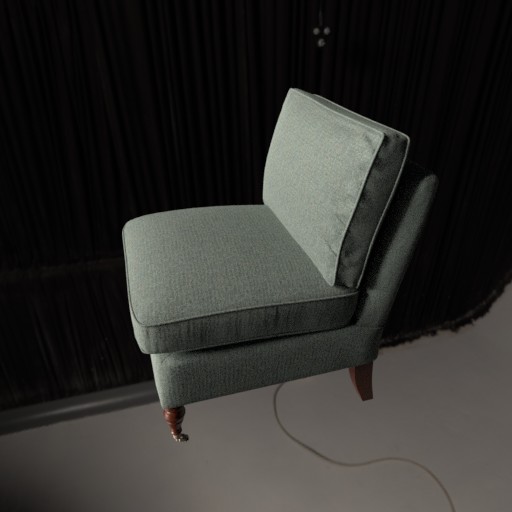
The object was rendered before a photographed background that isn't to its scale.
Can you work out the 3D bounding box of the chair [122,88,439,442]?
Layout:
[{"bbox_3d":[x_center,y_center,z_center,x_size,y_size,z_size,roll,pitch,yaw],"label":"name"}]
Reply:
[{"bbox_3d":[0.000,0.000,1.409,0.796,0.901,0.624,-9,32,-14],"label":"chair"}]
